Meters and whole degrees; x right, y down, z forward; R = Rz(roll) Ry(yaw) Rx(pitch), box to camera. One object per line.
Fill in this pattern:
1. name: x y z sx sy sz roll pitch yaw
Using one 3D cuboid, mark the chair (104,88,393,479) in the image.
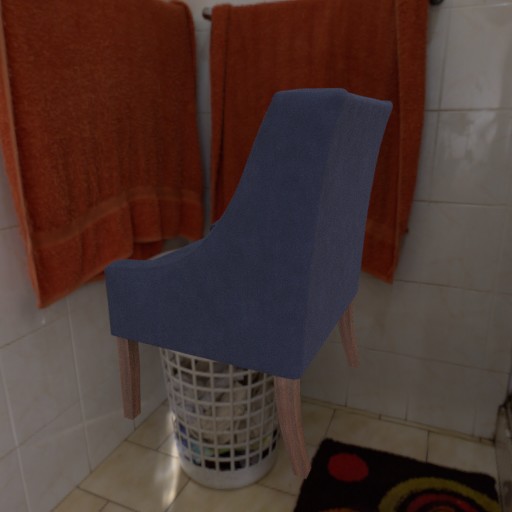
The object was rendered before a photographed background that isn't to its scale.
1. chair: 0.000 0.000 1.317 0.629 0.895 0.629 8 18 24
